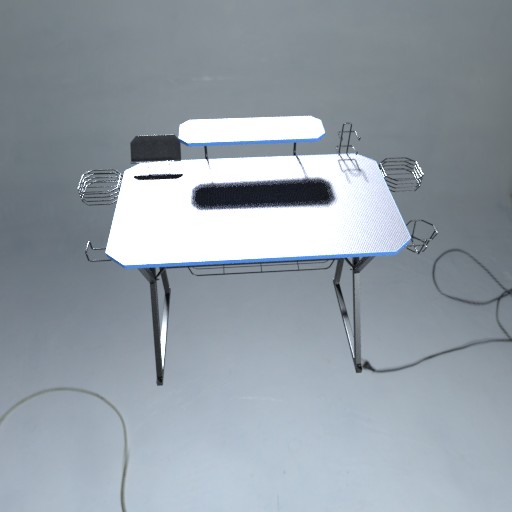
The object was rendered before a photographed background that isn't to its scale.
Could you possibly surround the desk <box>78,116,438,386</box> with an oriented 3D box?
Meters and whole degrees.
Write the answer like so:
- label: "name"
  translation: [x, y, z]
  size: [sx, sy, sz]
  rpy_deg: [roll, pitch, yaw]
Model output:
- label: "desk"
  translation: [0.000, 0.000, 1.787]
  size: [1.295, 0.909, 0.594]
  rpy_deg: [-3, 46, -3]
